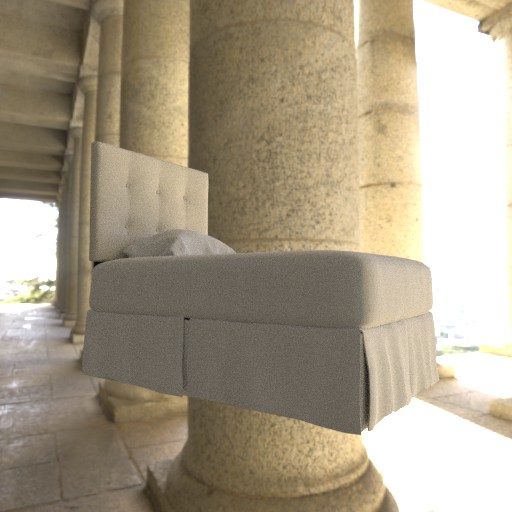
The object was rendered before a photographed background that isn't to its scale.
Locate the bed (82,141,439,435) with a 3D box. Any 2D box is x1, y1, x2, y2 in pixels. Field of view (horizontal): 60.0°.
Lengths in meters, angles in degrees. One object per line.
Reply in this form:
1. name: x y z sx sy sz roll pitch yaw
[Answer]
1. bed: 0.000 0.000 2.879 1.997 1.571 1.261 -2 -3 35
